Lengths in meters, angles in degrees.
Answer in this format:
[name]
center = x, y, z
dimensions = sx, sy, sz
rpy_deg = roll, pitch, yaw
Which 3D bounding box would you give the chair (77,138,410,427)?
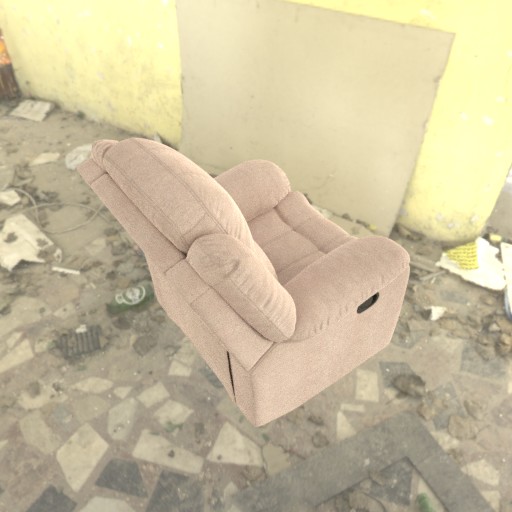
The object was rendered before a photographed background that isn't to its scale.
[chair]
center = 0.000, 0.000, 1.702
dimensions = 0.944, 1.008, 0.899
rpy_deg = -25, 46, -26
